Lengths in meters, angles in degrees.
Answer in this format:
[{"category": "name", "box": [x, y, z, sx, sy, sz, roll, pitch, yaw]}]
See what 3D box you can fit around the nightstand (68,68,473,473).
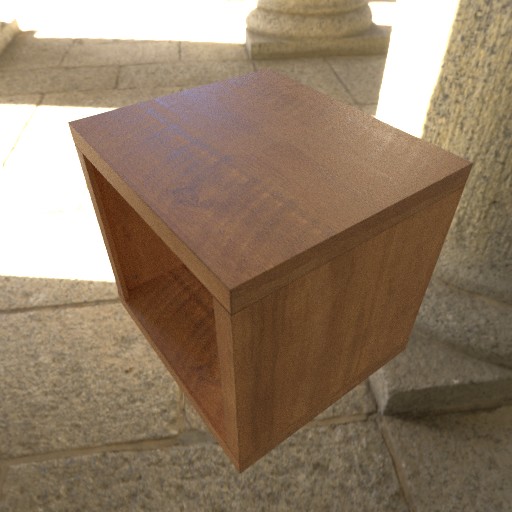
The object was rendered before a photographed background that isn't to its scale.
[{"category": "nightstand", "box": [0.000, 0.000, 0.864, 0.436, 0.491, 0.493, -26, 48, -26]}]
